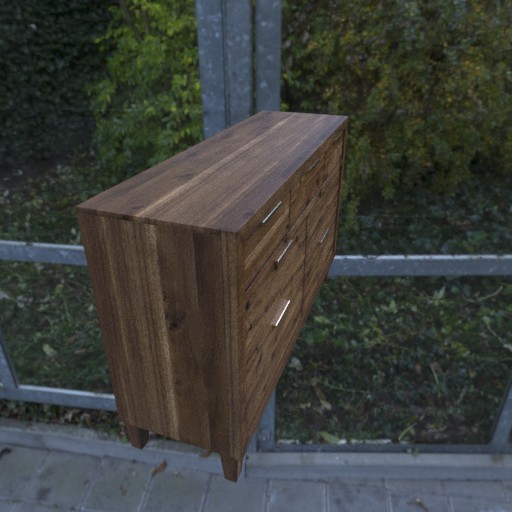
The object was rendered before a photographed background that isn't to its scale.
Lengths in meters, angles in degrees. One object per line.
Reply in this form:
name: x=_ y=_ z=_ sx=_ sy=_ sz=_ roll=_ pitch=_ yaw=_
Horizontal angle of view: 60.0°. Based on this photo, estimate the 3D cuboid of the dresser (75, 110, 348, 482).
dresser: x=0.000 y=0.000 z=1.809 sx=0.438 sy=0.892 sz=1.387 roll=10 pitch=30 yaw=18
